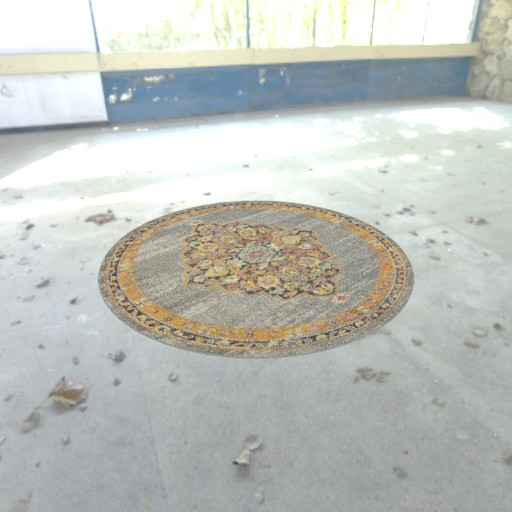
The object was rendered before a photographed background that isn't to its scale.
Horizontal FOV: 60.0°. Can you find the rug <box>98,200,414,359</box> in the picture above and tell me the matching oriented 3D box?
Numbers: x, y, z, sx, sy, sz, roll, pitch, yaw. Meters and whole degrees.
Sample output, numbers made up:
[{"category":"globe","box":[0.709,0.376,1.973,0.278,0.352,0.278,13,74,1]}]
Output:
[{"category":"rug","box":[0.000,0.000,3.497,2.382,0.014,2.382,0,28,0]}]
